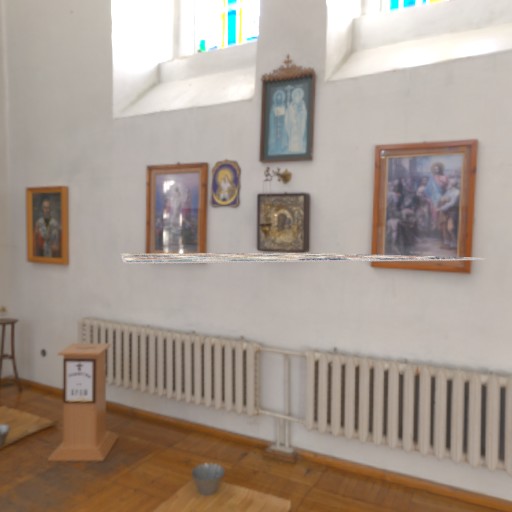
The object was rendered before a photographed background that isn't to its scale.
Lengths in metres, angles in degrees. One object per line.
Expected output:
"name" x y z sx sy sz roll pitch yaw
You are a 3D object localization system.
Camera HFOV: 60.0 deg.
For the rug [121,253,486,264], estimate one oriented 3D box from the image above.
"rug" 0.000 0.000 4.160 2.423 0.014 3.040 0 1 -17
